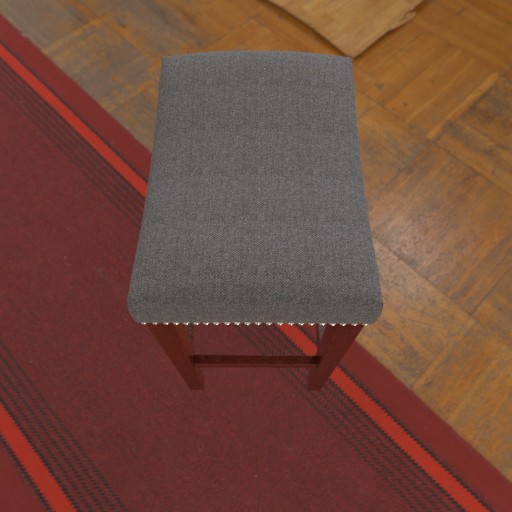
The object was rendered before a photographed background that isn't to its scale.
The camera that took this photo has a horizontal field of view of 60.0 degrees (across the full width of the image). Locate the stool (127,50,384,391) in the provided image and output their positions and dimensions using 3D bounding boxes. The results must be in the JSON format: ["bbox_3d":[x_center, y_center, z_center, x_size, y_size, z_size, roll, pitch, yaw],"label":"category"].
[{"bbox_3d":[0.000,0.000,1.023,0.372,0.742,0.504,0,64,0],"label":"stool"}]
